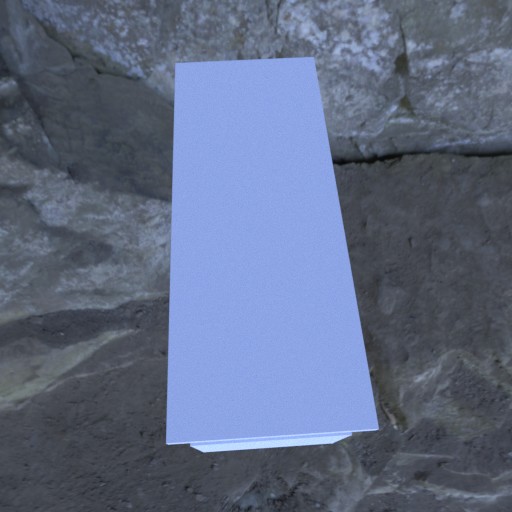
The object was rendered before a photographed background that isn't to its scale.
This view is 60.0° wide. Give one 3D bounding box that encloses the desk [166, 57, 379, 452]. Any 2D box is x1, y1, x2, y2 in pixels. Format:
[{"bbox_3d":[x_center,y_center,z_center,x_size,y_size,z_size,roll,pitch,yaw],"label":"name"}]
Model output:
[{"bbox_3d":[0.000,0.000,1.936,0.603,0.773,1.530,-3,64,-2],"label":"desk"}]
